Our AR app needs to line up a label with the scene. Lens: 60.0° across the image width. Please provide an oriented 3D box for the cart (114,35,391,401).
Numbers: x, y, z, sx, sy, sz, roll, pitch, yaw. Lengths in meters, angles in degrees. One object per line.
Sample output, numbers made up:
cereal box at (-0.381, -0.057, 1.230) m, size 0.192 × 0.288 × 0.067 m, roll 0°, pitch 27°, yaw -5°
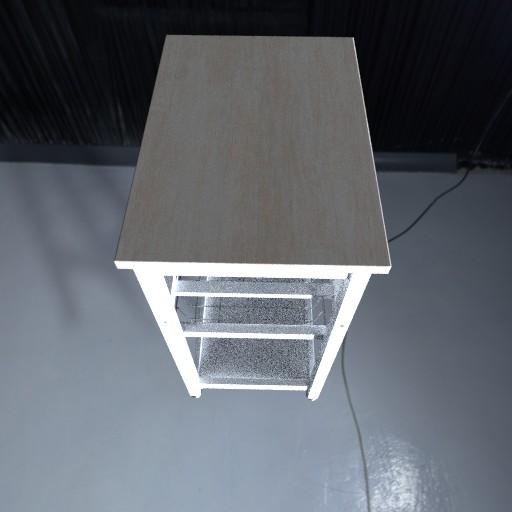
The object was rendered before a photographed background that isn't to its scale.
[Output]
cart at (0.000, 0.000, 1.162) m, size 0.406 × 0.857 × 0.578 m, roll 1°, pitch 57°, yaw 1°
